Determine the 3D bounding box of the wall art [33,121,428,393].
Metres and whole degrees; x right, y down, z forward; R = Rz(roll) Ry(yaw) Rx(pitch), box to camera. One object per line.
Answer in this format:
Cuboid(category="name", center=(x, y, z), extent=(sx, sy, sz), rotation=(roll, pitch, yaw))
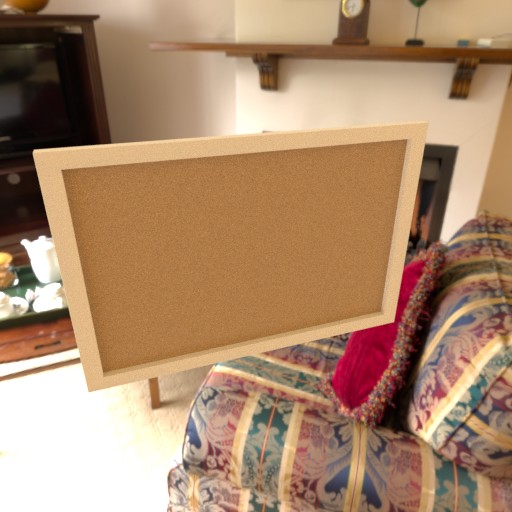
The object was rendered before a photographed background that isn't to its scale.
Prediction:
Cuboid(category="wall art", center=(0.000, 0.000, 1.418), extent=(1.144, 0.767, 0.038), rotation=(-9, 29, -17))
